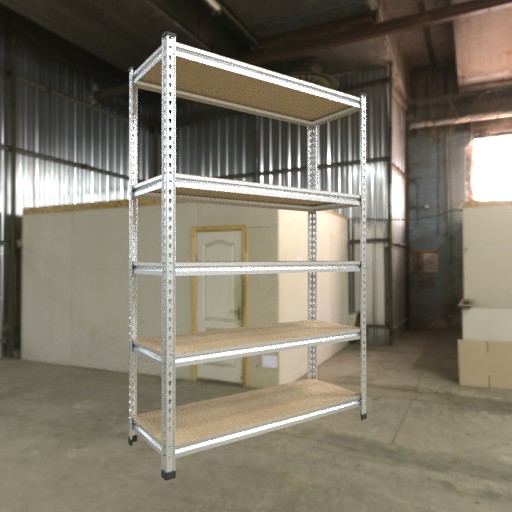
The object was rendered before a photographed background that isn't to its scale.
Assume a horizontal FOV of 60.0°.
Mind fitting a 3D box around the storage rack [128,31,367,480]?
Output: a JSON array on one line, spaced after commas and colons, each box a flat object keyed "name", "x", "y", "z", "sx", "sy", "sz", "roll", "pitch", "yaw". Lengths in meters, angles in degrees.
[{"name": "storage rack", "x": 0.000, "y": 0.000, "z": 2.336, "sx": 1.219, "sy": 1.829, "sz": 0.457, "roll": 0, "pitch": 0, "yaw": -35}]
